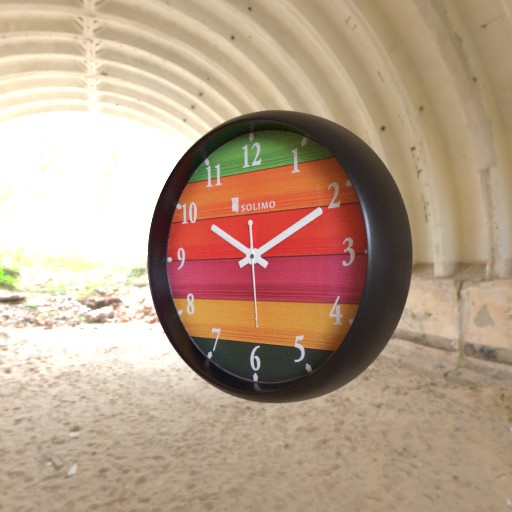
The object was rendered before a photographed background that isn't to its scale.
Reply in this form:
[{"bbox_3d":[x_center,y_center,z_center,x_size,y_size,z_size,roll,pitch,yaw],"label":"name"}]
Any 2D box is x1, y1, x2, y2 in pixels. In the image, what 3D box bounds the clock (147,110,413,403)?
[{"bbox_3d":[0.000,0.000,0.452,0.300,0.300,0.060,-1,-2,36],"label":"clock"}]
